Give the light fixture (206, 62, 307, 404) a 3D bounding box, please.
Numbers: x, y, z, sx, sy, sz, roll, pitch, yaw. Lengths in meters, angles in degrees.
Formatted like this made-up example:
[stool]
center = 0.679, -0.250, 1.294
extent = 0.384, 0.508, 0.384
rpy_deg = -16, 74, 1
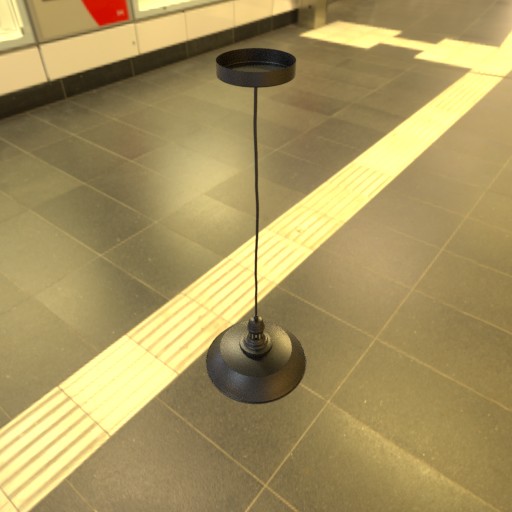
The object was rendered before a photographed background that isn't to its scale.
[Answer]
[light fixture]
center = 0.000, 0.000, 1.178
extent = 0.331, 0.993, 0.331
rpy_deg = 12, 41, 14
